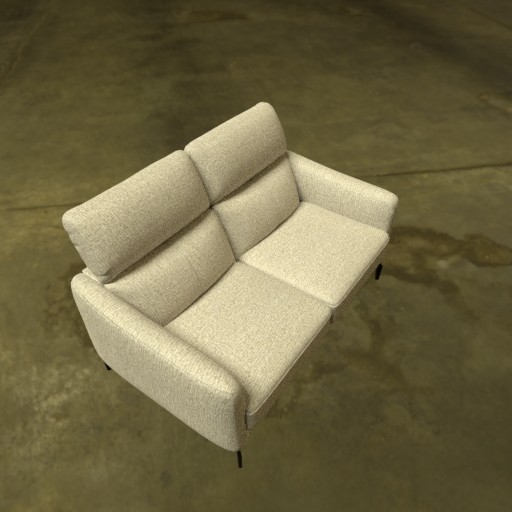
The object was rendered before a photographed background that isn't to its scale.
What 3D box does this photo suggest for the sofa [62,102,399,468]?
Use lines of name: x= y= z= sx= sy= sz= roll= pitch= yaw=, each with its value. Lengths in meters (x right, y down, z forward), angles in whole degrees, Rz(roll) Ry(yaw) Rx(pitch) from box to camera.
sofa: x=0.000 y=0.000 z=2.175 sx=0.905 sy=0.950 sz=1.540 roll=25 pitch=47 yaw=26
